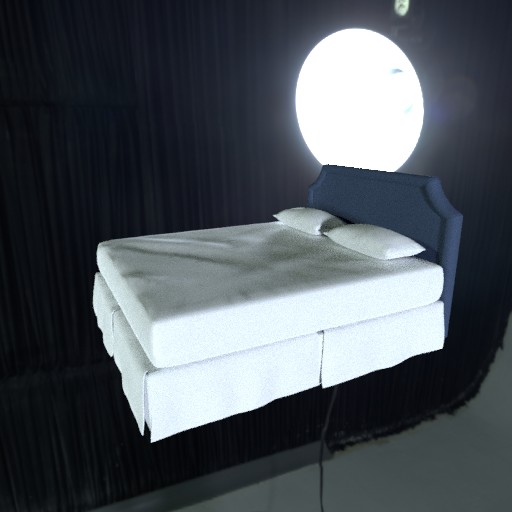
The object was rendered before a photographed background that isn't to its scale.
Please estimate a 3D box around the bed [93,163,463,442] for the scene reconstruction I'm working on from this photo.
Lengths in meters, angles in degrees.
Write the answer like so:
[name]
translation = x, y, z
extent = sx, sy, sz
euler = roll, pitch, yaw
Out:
[bed]
translation = 0.000, 0.000, 4.142
extent = 2.773, 1.488, 2.350
euler = -8, 18, -26
